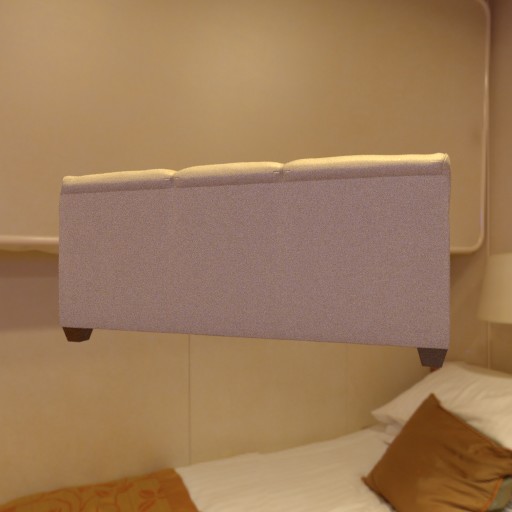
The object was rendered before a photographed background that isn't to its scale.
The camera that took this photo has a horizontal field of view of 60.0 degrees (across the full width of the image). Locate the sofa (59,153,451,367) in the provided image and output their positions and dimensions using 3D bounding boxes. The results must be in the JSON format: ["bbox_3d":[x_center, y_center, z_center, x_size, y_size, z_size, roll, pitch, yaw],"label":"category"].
[{"bbox_3d":[0.000,0.000,2.608,2.024,0.958,0.997,0,0,18],"label":"sofa"}]
